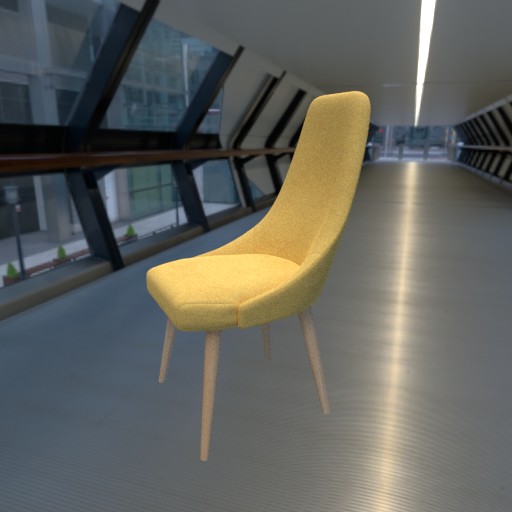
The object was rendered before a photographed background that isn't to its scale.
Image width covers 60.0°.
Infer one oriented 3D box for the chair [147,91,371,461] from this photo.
[{"bbox_3d":[0.000,0.000,1.469,0.660,1.040,0.510,-7,17,-26],"label":"chair"}]
